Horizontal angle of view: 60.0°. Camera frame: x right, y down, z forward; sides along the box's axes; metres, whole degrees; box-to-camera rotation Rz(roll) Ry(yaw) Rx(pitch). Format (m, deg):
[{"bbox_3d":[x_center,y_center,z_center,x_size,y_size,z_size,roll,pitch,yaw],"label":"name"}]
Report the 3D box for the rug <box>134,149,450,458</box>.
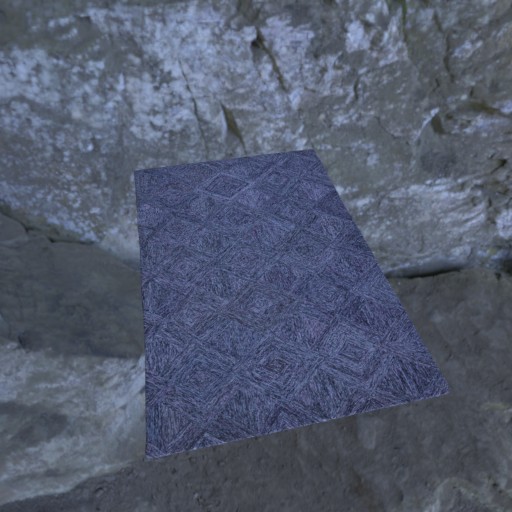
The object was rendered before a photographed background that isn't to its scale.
[{"bbox_3d":[0.000,0.000,2.199,1.158,0.013,1.752,-9,46,-9],"label":"rug"}]
